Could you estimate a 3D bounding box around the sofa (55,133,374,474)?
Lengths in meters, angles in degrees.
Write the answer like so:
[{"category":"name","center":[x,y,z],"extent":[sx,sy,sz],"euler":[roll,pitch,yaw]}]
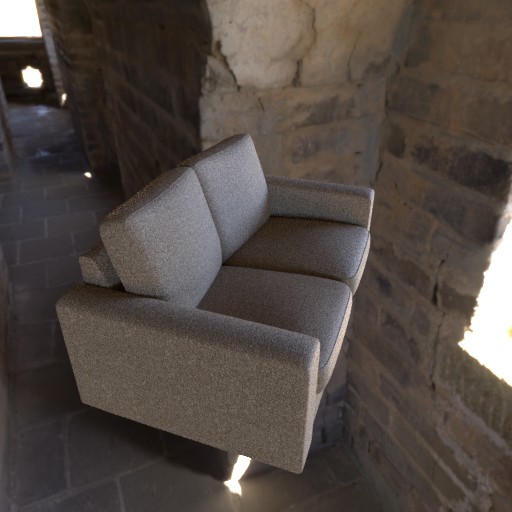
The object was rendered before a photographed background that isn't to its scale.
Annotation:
[{"category":"sofa","center":[0.000,0.000,2.209],"extent":[1.016,0.873,1.616],"euler":[10,32,17]}]
